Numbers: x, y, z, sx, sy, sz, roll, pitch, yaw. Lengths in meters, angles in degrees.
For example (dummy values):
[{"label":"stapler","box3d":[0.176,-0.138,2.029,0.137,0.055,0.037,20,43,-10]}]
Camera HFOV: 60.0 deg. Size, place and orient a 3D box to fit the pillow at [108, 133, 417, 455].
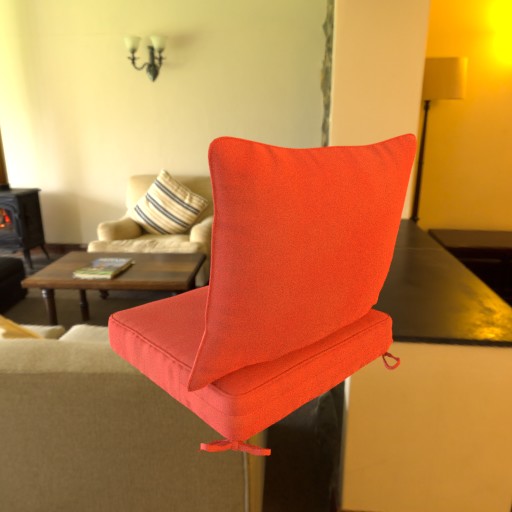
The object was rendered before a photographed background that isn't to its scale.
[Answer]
[{"label":"pillow","box3d":[0.000,0.000,1.352,0.798,0.725,0.733,-15,22,-41]}]
